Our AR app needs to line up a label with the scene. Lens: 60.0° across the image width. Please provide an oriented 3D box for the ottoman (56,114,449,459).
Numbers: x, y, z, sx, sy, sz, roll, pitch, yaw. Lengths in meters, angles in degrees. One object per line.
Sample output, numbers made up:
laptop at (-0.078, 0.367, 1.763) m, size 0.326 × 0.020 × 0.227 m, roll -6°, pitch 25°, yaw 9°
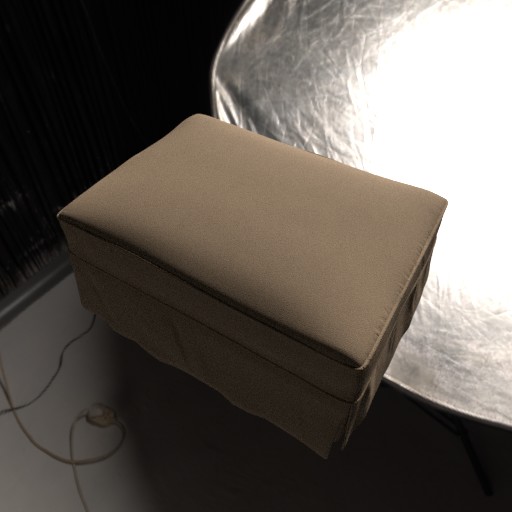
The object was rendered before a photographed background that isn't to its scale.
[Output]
ottoman at (0.000, 0.000, 1.352) m, size 0.959 × 0.482 × 0.721 m, roll 24°, pitch 51°, yaw 21°
